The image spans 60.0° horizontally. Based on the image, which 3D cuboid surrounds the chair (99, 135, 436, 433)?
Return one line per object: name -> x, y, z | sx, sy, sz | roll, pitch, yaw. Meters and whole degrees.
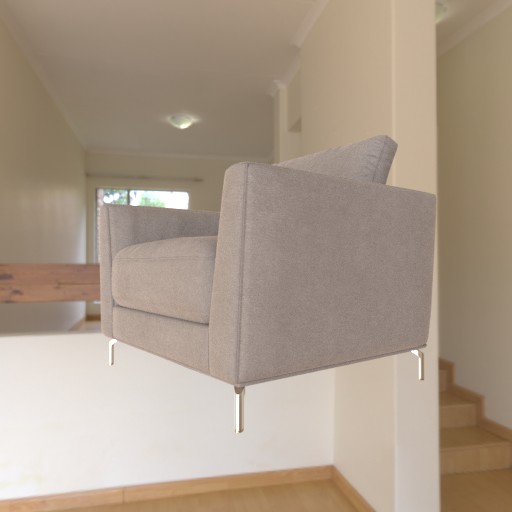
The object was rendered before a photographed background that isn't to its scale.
chair -> 0.000, 0.000, 1.659 | 0.889, 0.864, 1.041 | 1, -1, -38
